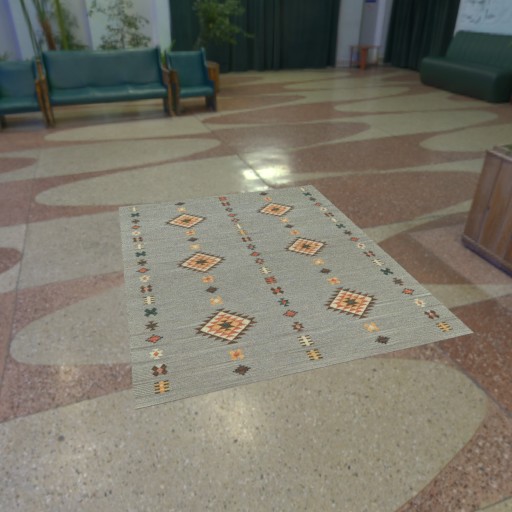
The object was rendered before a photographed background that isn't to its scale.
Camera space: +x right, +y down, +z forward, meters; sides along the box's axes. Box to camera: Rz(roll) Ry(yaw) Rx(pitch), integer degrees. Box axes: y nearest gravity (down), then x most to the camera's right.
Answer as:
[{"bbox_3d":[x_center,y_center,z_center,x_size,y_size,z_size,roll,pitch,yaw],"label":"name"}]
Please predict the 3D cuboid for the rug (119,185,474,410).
[{"bbox_3d":[0.000,0.000,4.196,2.425,0.008,3.035,-9,32,-14],"label":"rug"}]
